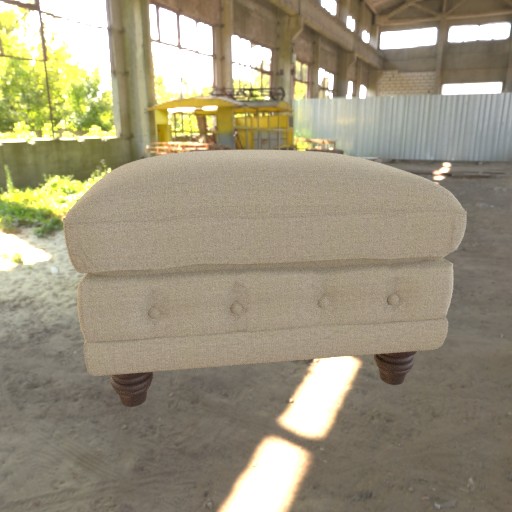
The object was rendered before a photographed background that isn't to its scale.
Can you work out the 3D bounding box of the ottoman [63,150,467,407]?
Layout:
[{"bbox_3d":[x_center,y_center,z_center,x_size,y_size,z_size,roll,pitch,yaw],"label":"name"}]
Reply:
[{"bbox_3d":[0.000,0.000,1.003,0.684,0.463,0.541,-2,16,-8],"label":"ottoman"}]
